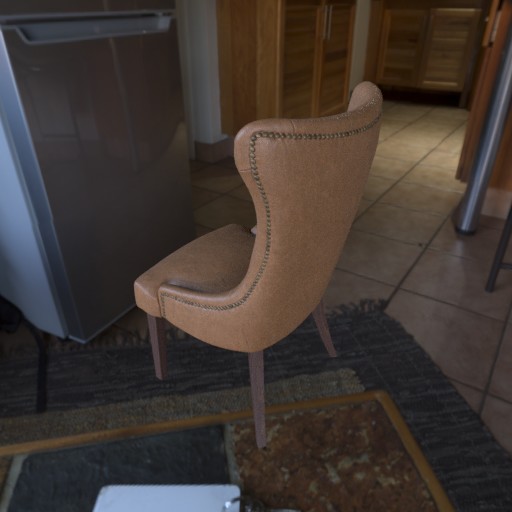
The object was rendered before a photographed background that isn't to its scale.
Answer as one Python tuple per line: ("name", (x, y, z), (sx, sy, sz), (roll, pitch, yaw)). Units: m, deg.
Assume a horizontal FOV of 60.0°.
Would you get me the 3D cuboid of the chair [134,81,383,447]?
("chair", (0.000, 0.000, 1.473), (0.669, 1.065, 0.611), (21, 37, 30))
